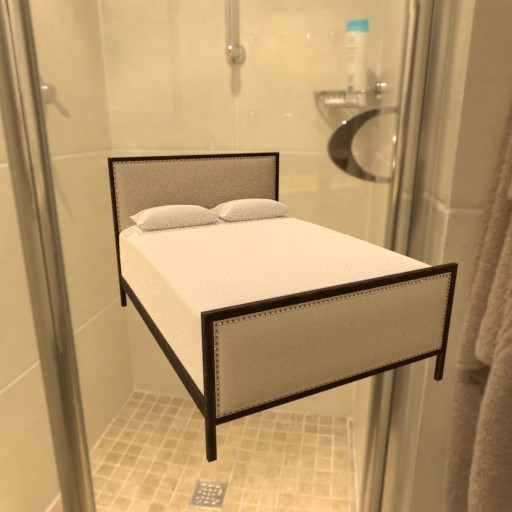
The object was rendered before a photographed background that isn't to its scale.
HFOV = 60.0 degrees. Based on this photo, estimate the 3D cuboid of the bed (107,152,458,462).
[{"bbox_3d":[0.000,0.000,3.228,1.607,1.313,2.221,-8,19,-26],"label":"bed"}]
